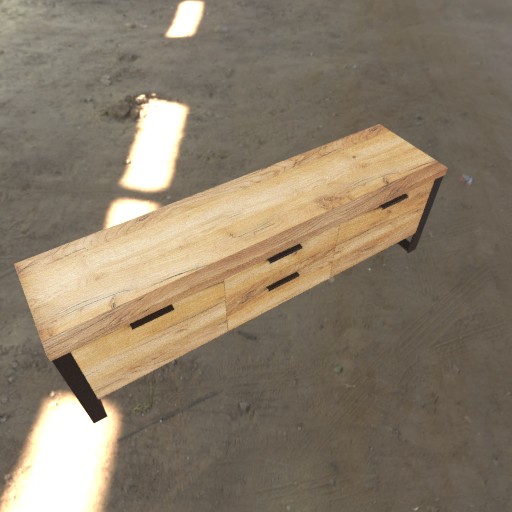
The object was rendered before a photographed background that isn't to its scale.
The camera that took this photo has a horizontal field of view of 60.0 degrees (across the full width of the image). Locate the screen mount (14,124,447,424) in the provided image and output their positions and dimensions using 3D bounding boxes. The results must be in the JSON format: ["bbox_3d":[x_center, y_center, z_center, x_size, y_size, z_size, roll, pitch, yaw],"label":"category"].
[{"bbox_3d":[0.000,0.000,1.702,1.524,0.450,0.395,-25,52,-21],"label":"screen mount"}]
